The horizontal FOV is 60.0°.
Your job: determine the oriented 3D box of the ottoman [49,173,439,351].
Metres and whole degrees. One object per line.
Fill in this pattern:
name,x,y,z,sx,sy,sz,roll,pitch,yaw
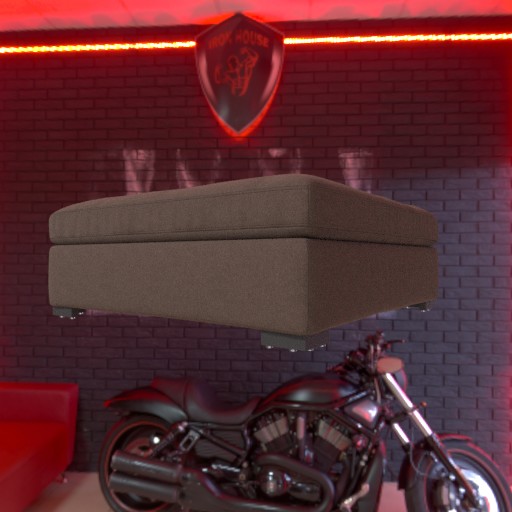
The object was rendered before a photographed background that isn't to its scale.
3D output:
ottoman,0.000,0.000,1.837,1.181,0.470,1.181,0,0,36
